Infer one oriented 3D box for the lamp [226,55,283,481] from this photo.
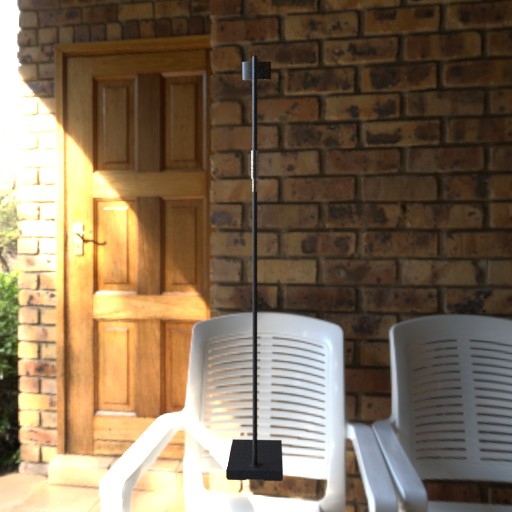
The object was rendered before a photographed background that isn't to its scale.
[{"bbox_3d":[0.000,0.000,1.718,0.203,1.600,0.304,0,1,2],"label":"lamp"}]
